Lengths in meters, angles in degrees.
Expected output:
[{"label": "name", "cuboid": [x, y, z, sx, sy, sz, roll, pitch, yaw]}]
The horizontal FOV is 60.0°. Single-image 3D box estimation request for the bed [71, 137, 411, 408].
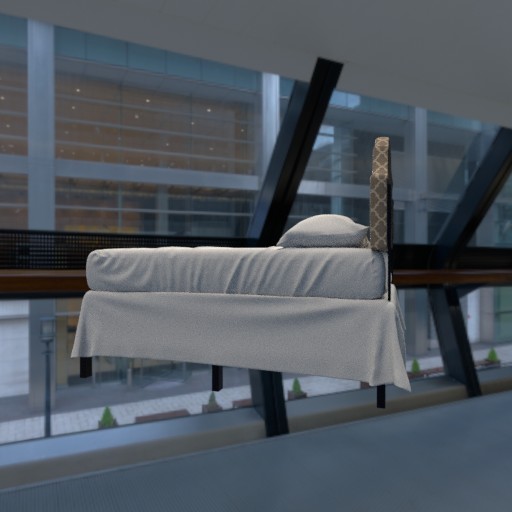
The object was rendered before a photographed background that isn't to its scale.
[{"label": "bed", "cuboid": [0.000, 0.000, 3.410, 2.222, 1.633, 1.780, 0, 0, 18]}]
